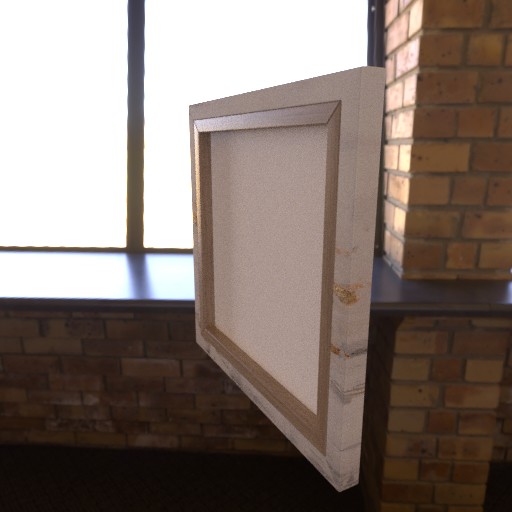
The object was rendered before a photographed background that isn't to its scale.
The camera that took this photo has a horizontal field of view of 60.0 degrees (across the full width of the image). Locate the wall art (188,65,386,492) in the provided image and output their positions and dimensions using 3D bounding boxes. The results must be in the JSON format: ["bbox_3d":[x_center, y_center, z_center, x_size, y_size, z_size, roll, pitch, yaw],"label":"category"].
[{"bbox_3d":[0.000,0.000,0.878,0.040,0.613,0.611,-7,16,-27],"label":"wall art"}]
